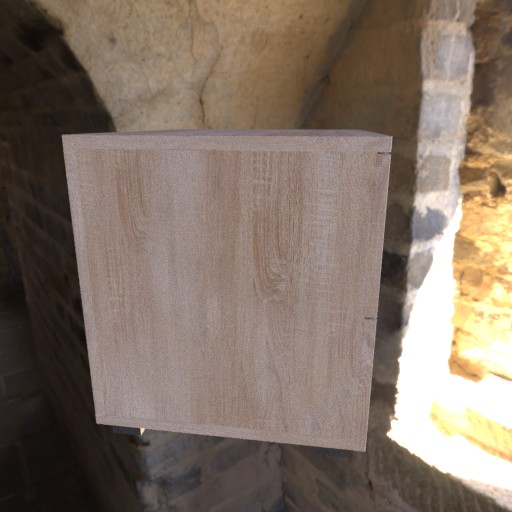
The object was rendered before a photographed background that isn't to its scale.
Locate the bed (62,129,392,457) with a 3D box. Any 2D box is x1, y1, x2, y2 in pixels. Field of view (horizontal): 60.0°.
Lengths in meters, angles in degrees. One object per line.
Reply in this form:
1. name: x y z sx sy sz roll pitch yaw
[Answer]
1. bed: 0.000 0.000 0.778 0.401 0.420 0.460 3 17 8
